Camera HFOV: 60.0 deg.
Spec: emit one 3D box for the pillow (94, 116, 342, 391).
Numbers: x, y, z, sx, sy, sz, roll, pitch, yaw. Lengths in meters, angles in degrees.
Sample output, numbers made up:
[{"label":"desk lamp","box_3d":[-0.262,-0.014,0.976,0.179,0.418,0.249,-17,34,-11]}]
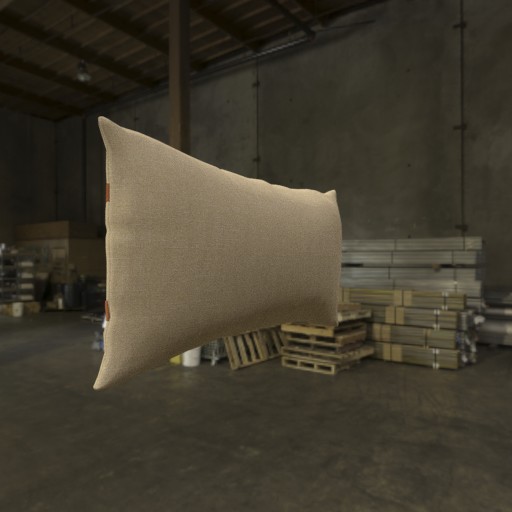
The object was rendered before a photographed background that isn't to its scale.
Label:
[{"label":"pillow","box_3d":[0.000,0.000,0.740,0.148,0.308,0.612,0,-1,36]}]
